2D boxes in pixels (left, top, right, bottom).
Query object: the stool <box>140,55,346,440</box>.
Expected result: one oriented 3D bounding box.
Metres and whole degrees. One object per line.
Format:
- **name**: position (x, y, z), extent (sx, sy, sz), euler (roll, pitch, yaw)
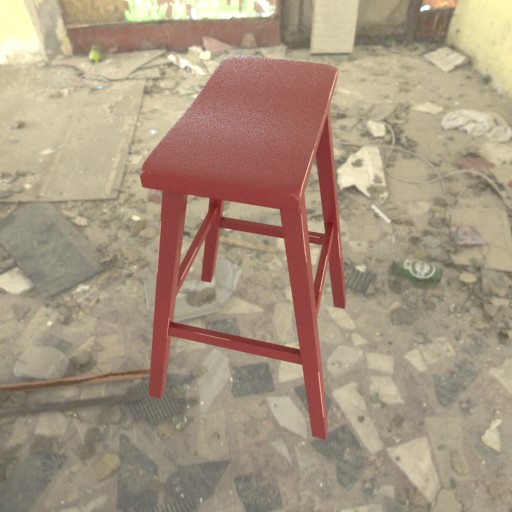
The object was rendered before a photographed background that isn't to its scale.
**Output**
- **stool**: position (0.000, 0.000, 1.038), extent (0.476, 0.737, 0.457), euler (10, 46, 10)
